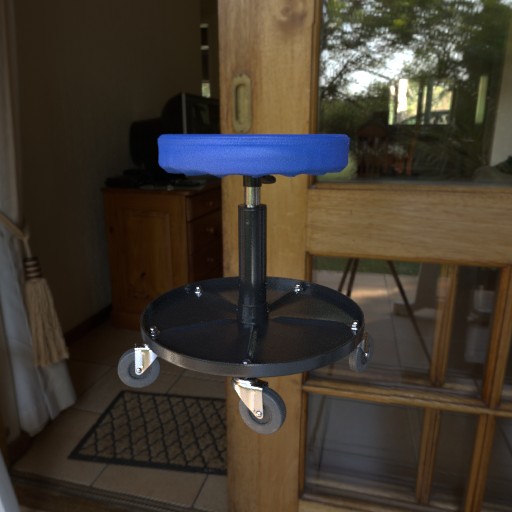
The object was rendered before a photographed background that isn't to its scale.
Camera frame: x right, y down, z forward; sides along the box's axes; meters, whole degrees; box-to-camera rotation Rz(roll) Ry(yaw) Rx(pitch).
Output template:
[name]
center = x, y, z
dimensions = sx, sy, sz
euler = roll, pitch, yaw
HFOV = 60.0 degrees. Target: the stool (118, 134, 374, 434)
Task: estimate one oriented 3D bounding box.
[stool]
center = 0.000, 0.000, 0.689
dimensions = 0.381, 0.365, 0.382
euler = 2, 16, 9
